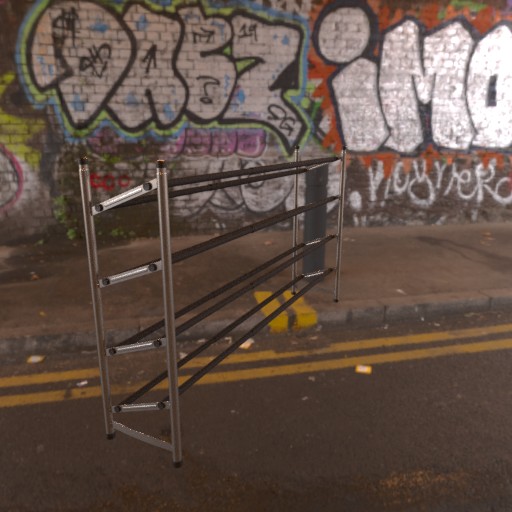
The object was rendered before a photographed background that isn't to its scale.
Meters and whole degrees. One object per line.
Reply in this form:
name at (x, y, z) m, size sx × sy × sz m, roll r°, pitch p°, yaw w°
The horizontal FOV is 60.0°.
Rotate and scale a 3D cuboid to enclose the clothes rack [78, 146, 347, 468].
clothes rack at (0.000, 0.000, 1.445) m, size 0.229 × 0.672 × 1.168 m, roll 8°, pitch 17°, yaw 27°
